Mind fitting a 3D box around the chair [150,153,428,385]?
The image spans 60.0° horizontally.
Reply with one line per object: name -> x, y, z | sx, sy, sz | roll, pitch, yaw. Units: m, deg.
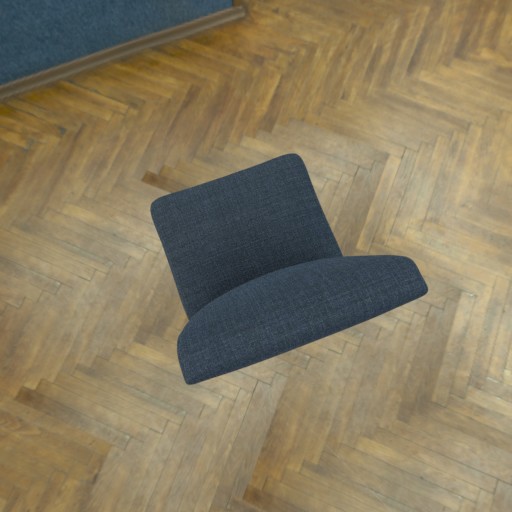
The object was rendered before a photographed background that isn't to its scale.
chair -> 0.000, 0.000, 1.287 | 0.507, 0.911, 0.586 | -20, 76, -5
